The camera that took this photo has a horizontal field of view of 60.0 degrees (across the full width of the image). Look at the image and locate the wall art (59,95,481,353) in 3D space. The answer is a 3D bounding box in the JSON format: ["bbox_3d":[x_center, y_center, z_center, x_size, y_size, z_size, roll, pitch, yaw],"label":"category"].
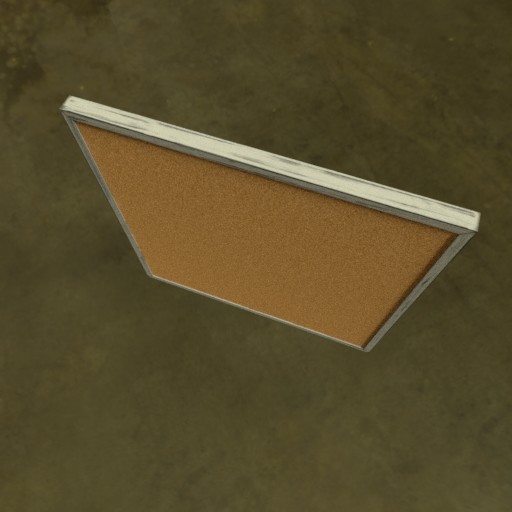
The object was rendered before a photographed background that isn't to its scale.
[{"bbox_3d":[0.000,0.000,1.107,0.761,0.761,0.037,18,65,9],"label":"wall art"}]
